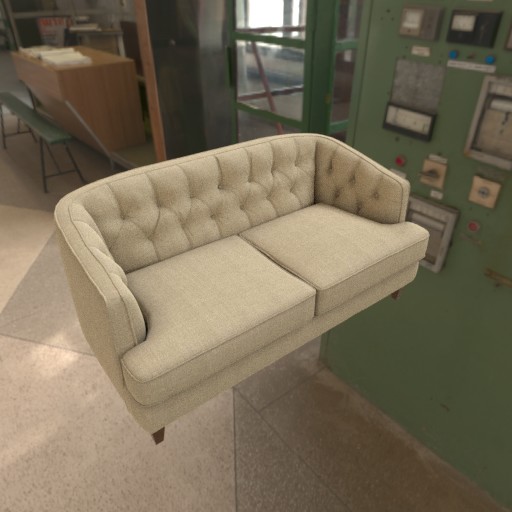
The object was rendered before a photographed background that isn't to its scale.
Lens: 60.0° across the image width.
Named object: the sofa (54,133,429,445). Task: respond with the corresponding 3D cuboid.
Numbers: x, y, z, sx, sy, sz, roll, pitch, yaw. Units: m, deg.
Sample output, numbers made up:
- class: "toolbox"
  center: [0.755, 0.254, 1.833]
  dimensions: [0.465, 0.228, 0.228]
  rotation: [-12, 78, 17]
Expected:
- class: "sofa"
  center: [0.000, 0.000, 2.269]
  dimensions: [1.733, 0.855, 0.941]
  rotation: [-23, 39, -31]
